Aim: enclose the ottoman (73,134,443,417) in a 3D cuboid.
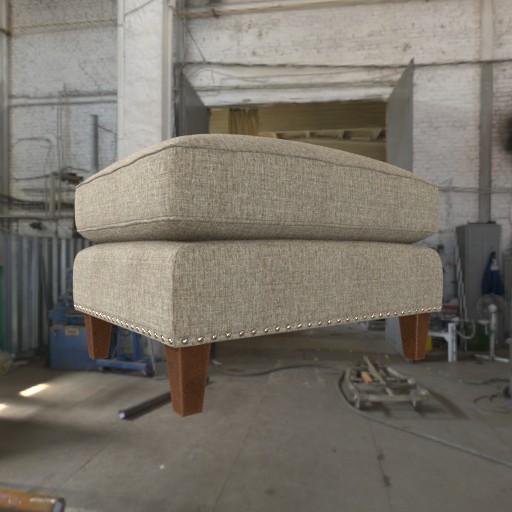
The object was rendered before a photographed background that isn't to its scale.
[{"bbox_3d":[0.000,0.000,1.114,0.741,0.513,0.584,0,0,-36],"label":"ottoman"}]
